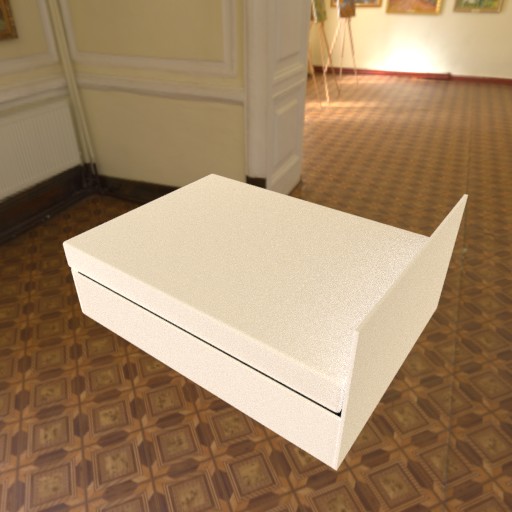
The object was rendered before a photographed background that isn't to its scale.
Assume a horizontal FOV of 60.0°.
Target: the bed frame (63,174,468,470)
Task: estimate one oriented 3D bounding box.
[{"bbox_3d":[0.000,0.000,2.677,1.900,0.800,1.400,21,38,30],"label":"bed frame"}]
